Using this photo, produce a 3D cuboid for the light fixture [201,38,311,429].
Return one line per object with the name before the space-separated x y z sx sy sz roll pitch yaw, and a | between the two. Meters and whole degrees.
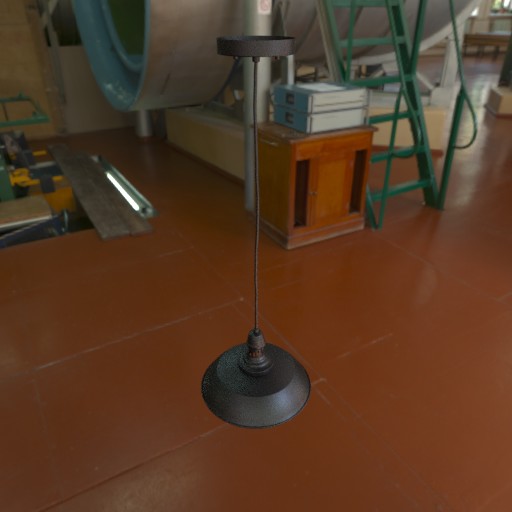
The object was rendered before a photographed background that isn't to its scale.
light fixture | 0.000 0.000 1.123 0.331 0.993 0.331 2 29 3
